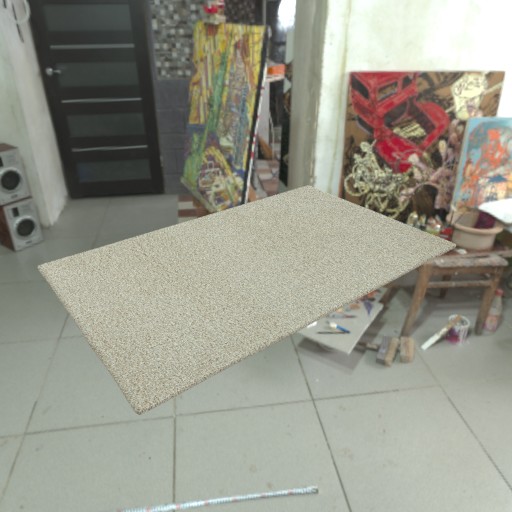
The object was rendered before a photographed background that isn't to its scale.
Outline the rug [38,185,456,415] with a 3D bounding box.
[{"bbox_3d":[0.000,0.000,3.021,2.438,0.030,1.524,-21,36,-32],"label":"rug"}]
